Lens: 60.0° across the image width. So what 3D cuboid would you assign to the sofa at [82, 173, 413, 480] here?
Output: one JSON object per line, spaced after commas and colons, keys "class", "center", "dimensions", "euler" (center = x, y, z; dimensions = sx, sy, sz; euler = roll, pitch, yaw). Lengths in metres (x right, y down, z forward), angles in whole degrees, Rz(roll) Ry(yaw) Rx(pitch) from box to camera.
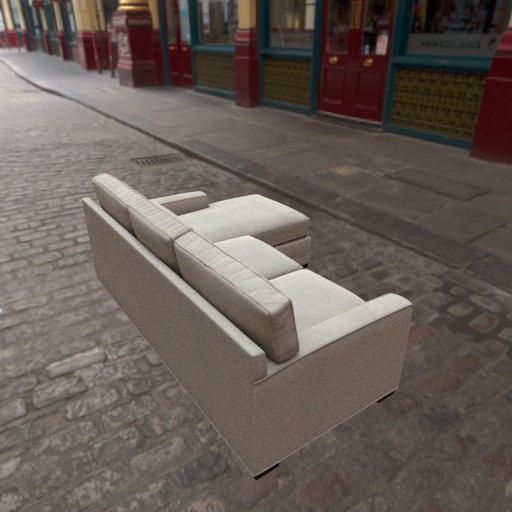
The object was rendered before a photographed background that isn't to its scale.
{"class": "sofa", "center": [0.000, 0.000, 2.799], "dimensions": [1.496, 0.861, 2.087], "euler": [-17, 31, -31]}
